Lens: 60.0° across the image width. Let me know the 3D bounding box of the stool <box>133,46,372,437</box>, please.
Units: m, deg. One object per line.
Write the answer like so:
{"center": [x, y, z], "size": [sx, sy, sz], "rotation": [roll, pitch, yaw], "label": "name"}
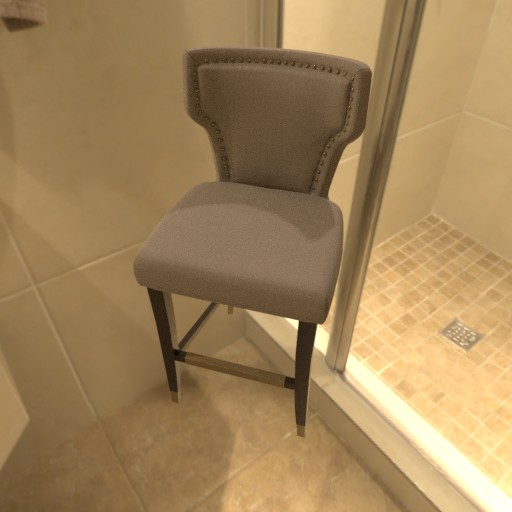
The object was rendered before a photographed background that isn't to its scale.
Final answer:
{"center": [0.000, 0.000, 1.378], "size": [0.526, 1.092, 0.563], "rotation": [11, 42, 12], "label": "stool"}
